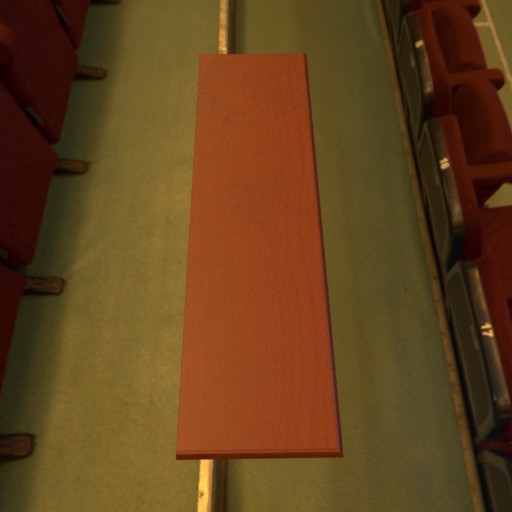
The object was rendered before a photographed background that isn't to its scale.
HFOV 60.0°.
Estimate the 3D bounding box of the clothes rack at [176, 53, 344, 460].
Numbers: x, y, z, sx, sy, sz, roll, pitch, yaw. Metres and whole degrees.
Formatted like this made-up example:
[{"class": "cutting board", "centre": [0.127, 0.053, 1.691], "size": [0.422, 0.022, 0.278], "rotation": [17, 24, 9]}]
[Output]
[{"class": "clothes rack", "centre": [0.000, 0.000, 1.486], "size": [0.362, 0.594, 1.251], "rotation": [-1, 64, 0]}]
